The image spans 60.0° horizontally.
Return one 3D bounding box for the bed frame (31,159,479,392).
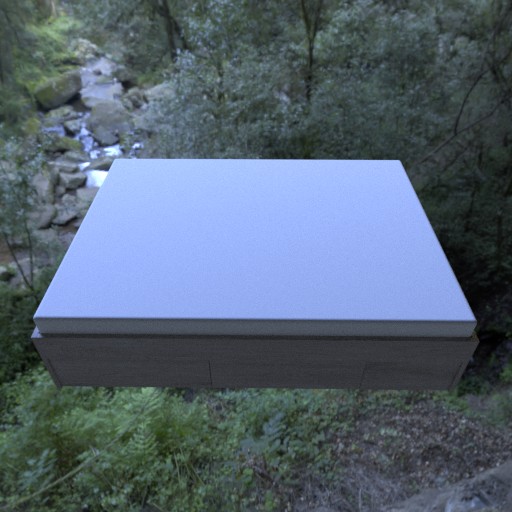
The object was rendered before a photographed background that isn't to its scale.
[{"bbox_3d":[0.000,0.000,2.564,1.944,0.490,1.448,0,41,0],"label":"bed frame"}]
